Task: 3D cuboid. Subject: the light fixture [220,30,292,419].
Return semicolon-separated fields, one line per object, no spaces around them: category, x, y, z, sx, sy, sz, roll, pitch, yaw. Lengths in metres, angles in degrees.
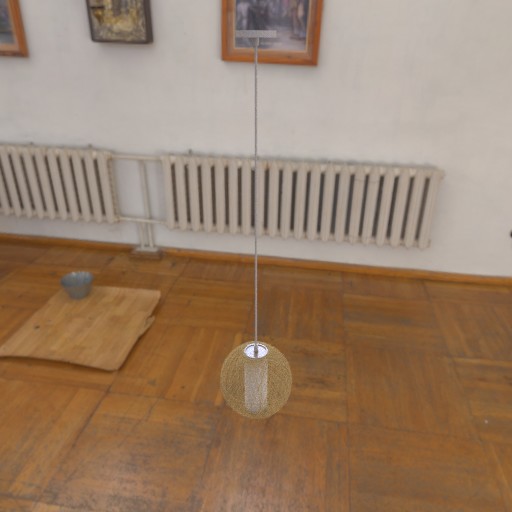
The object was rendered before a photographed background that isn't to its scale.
light fixture;0.000;0.000;2.158;0.406;1.955;0.407;-18;31;-32
